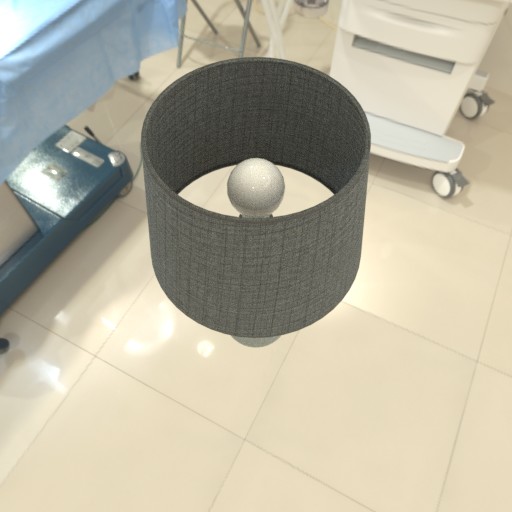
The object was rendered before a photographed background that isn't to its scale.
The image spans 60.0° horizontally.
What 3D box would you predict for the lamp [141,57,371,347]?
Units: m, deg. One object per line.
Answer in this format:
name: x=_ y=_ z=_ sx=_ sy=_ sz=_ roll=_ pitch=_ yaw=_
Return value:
lamp: x=0.000 y=0.000 z=0.568 sx=0.251 sy=0.429 sz=0.251 roll=0 pitch=59 yaw=0
